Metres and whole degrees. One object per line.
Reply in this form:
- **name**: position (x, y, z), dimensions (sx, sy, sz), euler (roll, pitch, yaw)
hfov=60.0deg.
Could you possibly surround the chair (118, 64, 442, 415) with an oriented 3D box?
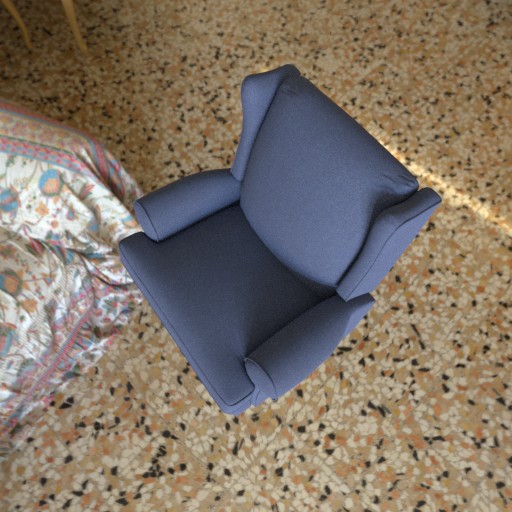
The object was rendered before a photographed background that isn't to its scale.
- **chair**: position (0.000, 0.000, 1.754), dimensions (0.877, 1.020, 0.971), euler (-33, 68, -16)
